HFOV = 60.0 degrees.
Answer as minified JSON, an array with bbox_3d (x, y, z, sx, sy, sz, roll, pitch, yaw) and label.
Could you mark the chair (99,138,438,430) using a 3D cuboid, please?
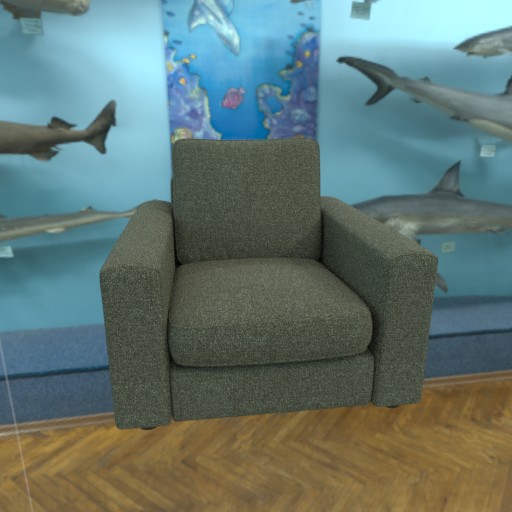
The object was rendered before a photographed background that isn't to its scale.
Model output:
[{"bbox_3d":[0.000,0.000,1.748,1.005,0.873,1.016,-2,18,-7],"label":"chair"}]
